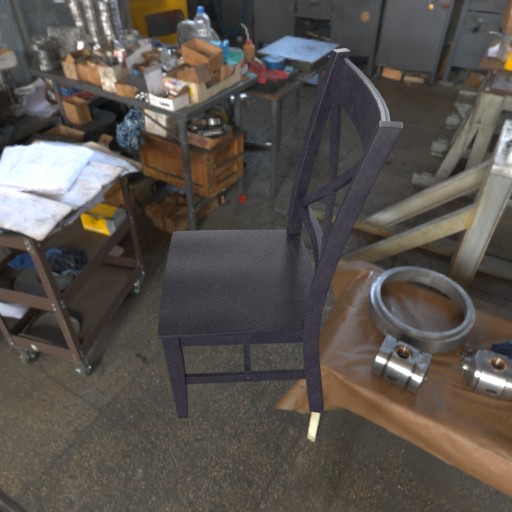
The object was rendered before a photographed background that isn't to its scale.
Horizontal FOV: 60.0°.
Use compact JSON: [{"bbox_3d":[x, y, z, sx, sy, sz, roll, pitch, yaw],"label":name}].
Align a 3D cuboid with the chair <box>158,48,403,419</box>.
[{"bbox_3d":[0.000,0.000,1.275,0.542,0.983,0.485,-2,41,-2],"label":"chair"}]
